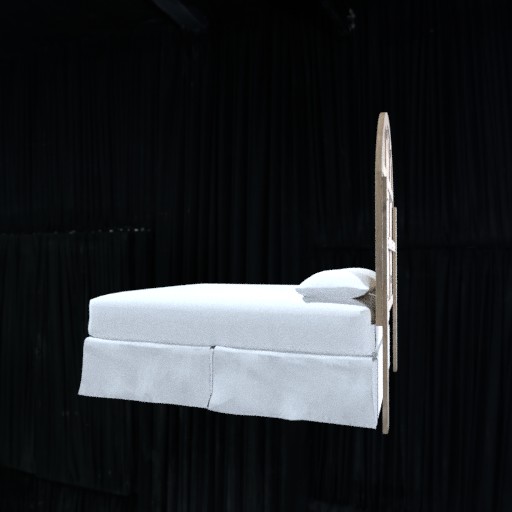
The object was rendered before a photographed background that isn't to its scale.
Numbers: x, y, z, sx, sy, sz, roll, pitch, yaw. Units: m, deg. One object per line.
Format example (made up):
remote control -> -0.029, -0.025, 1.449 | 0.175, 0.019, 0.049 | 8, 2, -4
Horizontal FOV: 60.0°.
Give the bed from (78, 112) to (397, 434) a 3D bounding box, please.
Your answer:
bed -> 0.000, 0.000, 3.568 | 2.112, 2.002, 1.713 | 0, -1, 19
